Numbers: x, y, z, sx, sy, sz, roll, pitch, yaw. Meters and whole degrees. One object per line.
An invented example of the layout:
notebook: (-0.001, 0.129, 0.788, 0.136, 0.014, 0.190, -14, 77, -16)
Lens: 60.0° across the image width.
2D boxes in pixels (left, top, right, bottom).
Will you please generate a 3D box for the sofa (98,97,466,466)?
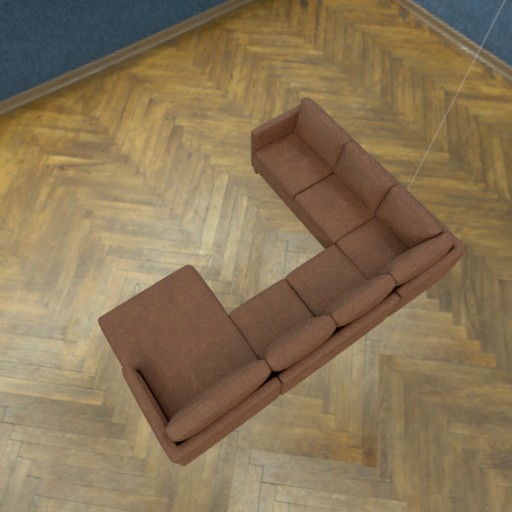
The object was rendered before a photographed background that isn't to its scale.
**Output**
sofa: (0.000, 0.000, 4.719, 3.460, 0.923, 2.593, -32, 67, -15)
